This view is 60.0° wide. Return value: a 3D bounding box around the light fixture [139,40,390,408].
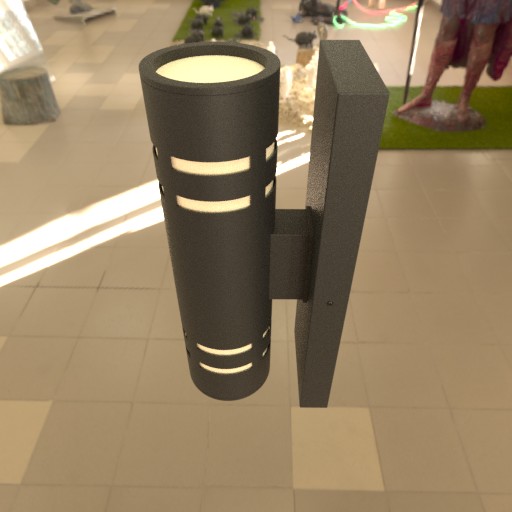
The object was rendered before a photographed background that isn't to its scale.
[{"bbox_3d":[0.000,0.000,0.393,0.149,0.330,0.105,0,41,0],"label":"light fixture"}]
